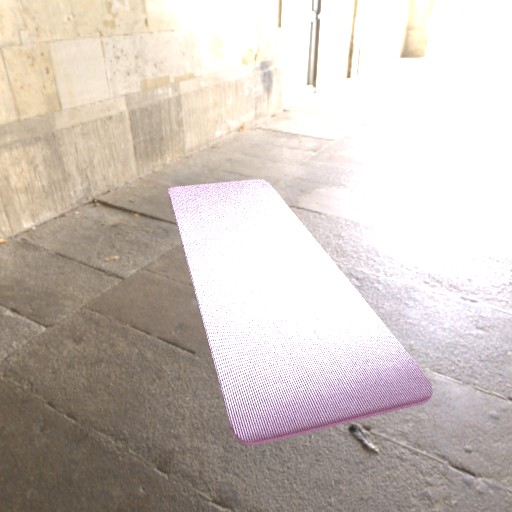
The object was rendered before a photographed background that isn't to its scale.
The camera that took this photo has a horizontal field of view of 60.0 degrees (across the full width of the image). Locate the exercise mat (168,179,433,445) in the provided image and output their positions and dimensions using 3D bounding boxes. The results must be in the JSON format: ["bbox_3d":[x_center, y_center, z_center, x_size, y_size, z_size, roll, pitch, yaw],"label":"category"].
[{"bbox_3d":[0.000,0.000,1.998,0.616,0.021,1.869,-8,31,-13],"label":"exercise mat"}]
